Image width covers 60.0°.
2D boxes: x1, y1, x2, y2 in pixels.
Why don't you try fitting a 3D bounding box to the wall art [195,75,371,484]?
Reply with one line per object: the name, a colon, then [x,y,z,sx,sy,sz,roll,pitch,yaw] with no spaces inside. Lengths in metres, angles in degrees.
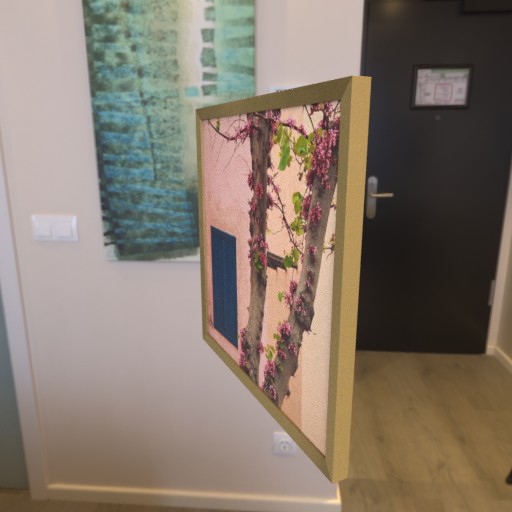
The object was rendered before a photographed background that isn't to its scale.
wall art: [0.000,0.000,1.131,0.038,0.762,0.762,-7,16,-25]
